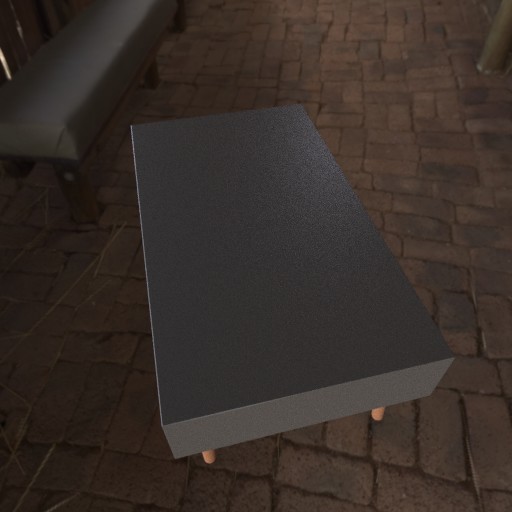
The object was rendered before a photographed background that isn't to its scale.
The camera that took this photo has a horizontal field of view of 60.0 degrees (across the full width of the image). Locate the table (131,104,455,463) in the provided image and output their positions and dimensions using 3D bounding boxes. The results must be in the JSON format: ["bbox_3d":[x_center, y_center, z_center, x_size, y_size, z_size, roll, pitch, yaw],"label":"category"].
[{"bbox_3d":[0.000,0.000,1.531,0.703,0.404,1.201,-10,49,-9],"label":"table"}]
